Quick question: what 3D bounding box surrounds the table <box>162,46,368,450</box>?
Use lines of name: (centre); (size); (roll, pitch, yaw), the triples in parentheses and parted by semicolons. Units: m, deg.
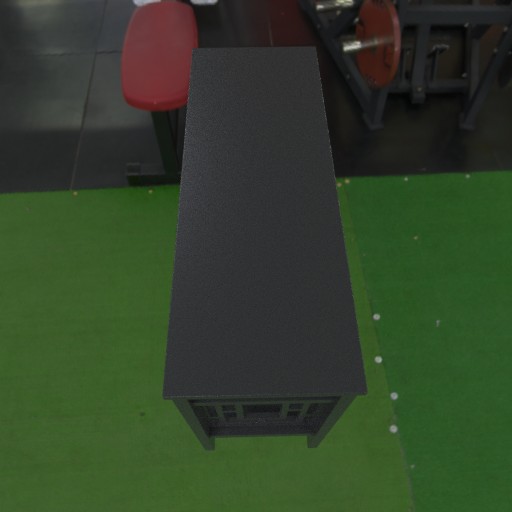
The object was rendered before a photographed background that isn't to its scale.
table: (0.000, 0.000, 1.428); (0.397, 0.753, 1.068); (-1, 59, -1)
